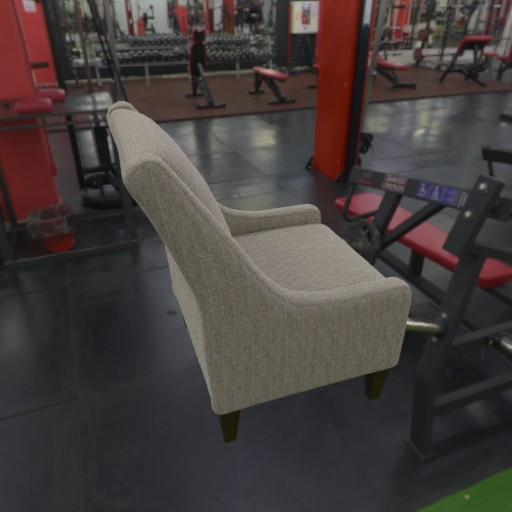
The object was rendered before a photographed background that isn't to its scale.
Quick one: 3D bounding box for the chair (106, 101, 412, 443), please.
[{"bbox_3d":[0.000,0.000,1.623,0.870,1.014,0.774,-10,31,-17],"label":"chair"}]
